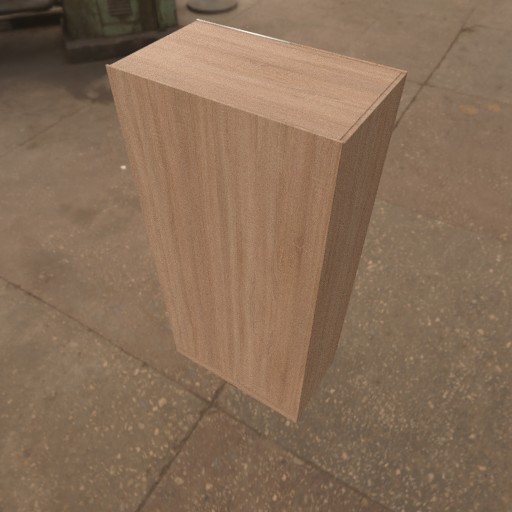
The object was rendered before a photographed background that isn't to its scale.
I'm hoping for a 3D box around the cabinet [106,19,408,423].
[{"bbox_3d":[0.000,0.000,2.471,1.001,2.121,0.590,25,52,21],"label":"cabinet"}]
